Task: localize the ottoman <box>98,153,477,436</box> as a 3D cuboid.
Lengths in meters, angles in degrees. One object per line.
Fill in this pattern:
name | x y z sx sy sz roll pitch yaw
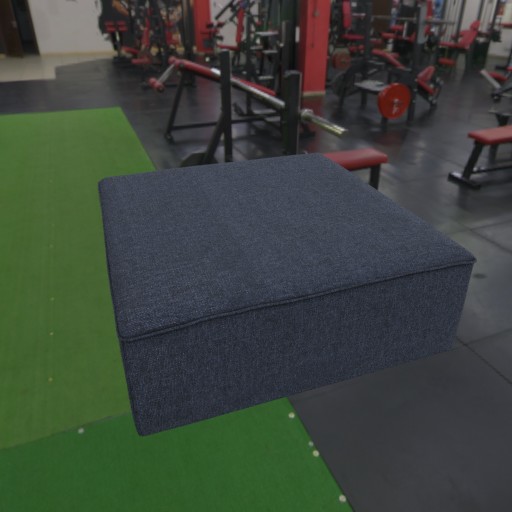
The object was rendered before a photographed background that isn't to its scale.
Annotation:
ottoman | 0.000 0.000 1.601 1.017 0.423 1.023 -10 32 -16
